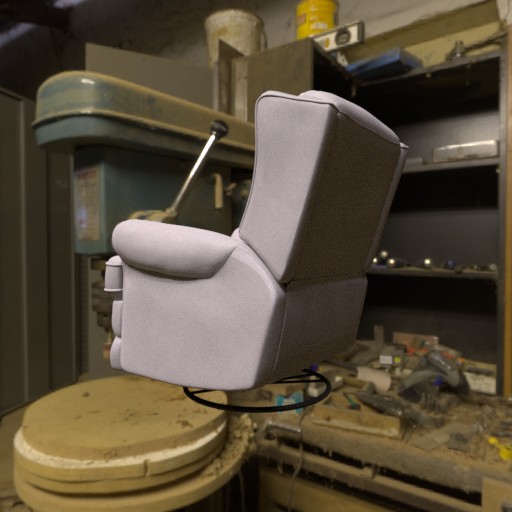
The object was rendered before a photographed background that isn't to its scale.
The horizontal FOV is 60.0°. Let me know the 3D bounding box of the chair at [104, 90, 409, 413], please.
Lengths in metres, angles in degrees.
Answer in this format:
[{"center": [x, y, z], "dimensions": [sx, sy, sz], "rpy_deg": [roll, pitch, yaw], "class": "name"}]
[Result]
[{"center": [0.000, 0.000, 1.716], "dimensions": [0.969, 1.011, 0.847], "rpy_deg": [1, 2, 36], "class": "chair"}]
